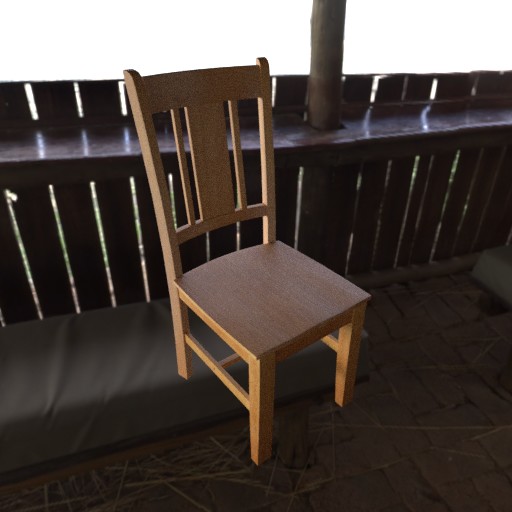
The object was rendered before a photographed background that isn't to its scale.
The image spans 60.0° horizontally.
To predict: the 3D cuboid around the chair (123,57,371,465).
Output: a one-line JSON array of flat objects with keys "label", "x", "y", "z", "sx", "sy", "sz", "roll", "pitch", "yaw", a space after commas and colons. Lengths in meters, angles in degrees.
[{"label": "chair", "x": 0.000, "y": 0.000, "z": 1.298, "sx": 0.450, "sy": 0.998, "sz": 0.556, "roll": -21, "pitch": 36, "yaw": -31}]
